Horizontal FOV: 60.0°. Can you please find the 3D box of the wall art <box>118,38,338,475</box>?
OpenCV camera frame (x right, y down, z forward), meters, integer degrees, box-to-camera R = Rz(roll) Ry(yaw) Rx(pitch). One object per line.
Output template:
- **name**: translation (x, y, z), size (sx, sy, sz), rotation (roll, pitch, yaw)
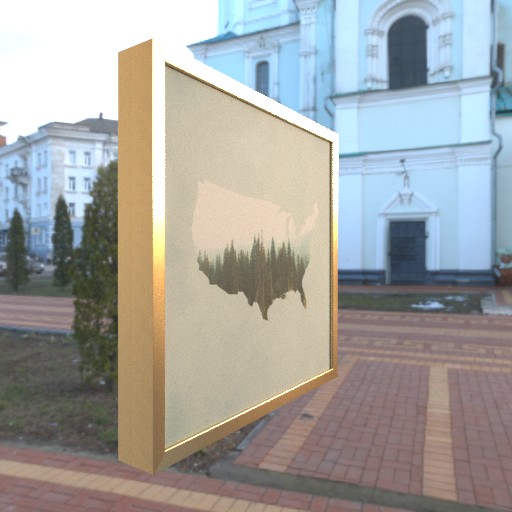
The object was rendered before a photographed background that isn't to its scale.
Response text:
- **wall art**: translation (0.000, 0.000, 0.444), size (0.038, 0.304, 0.304), rotation (0, 0, 35)
